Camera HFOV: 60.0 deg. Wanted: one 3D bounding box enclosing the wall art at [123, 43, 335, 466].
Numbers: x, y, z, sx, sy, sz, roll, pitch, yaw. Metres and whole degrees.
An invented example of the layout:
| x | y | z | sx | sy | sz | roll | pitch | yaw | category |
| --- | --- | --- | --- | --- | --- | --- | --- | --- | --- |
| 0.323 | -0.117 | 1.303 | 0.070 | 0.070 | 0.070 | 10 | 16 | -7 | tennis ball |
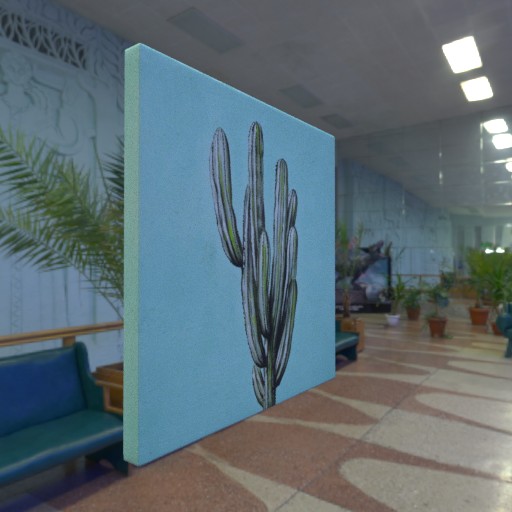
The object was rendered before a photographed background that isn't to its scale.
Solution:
| x | y | z | sx | sy | sz | roll | pitch | yaw | category |
| --- | --- | --- | --- | --- | --- | --- | --- | --- | --- |
| 0.000 | 0.000 | 1.117 | 0.054 | 0.766 | 0.765 | -1 | -1 | 37 | wall art |
